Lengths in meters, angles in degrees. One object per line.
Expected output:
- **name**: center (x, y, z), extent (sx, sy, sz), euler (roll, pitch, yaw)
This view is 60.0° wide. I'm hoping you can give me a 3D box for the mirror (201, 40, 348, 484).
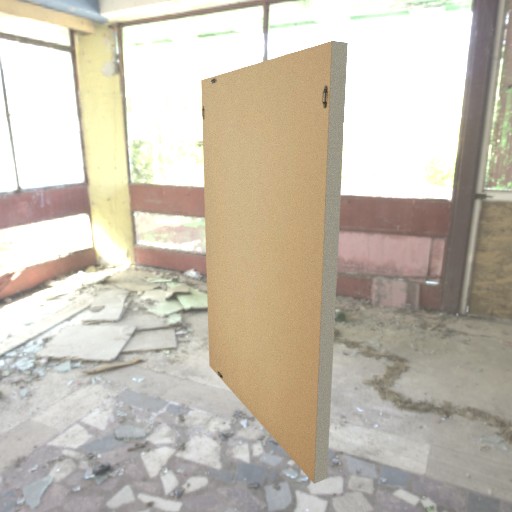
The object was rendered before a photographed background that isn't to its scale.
- **mirror**: center (0.000, 0.000, 1.146), extent (0.041, 0.914, 0.609), euler (-8, 17, -27)
